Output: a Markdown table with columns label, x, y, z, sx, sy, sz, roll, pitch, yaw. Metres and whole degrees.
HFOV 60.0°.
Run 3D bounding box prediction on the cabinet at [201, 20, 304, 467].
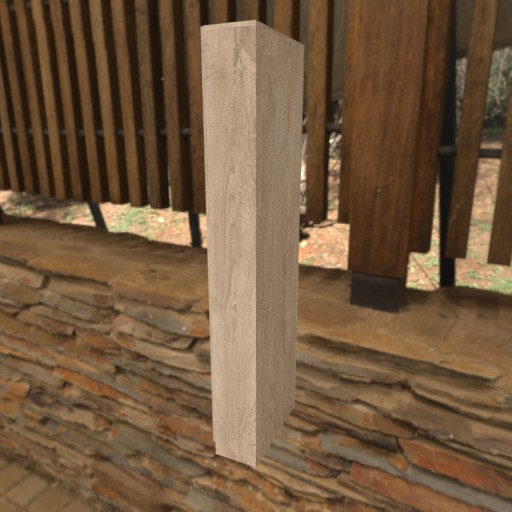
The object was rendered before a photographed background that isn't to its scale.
| label | x | y | z | sx | sy | sz | roll | pitch | yaw |
| --- | --- | --- | --- | --- | --- | --- | --- | --- | --- |
| cabinet | 0.000 | 0.000 | 1.985 | 0.230 | 1.790 | 0.500 | 7 | 17 | 24 |
